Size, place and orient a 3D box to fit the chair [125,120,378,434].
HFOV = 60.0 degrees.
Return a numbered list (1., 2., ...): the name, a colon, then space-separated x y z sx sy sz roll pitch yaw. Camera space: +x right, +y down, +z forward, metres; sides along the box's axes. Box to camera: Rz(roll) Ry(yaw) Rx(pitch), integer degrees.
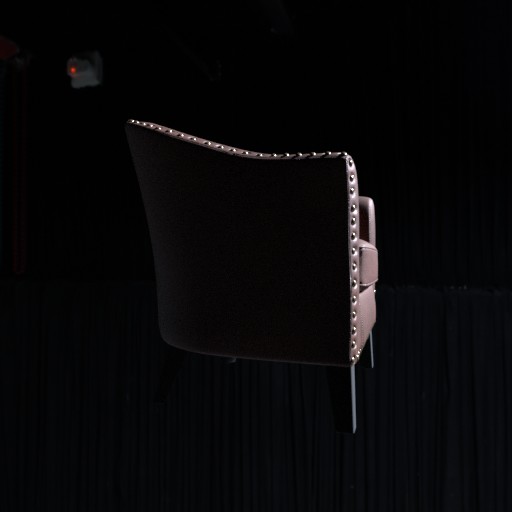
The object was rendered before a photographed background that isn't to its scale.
1. chair: 0.000 0.000 1.427 0.748 0.823 0.794 0 -1 18
